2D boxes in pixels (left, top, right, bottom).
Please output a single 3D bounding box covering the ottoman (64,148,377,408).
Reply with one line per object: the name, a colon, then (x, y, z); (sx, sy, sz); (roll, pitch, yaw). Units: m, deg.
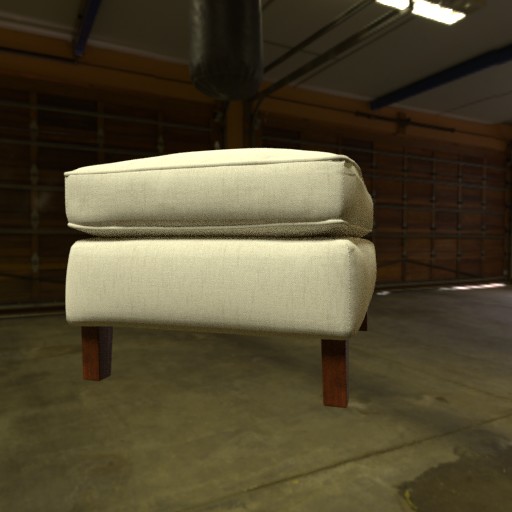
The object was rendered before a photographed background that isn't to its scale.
ottoman: (0.000, 0.000, 0.954); (0.501, 0.406, 0.665); (1, 2, 17)
